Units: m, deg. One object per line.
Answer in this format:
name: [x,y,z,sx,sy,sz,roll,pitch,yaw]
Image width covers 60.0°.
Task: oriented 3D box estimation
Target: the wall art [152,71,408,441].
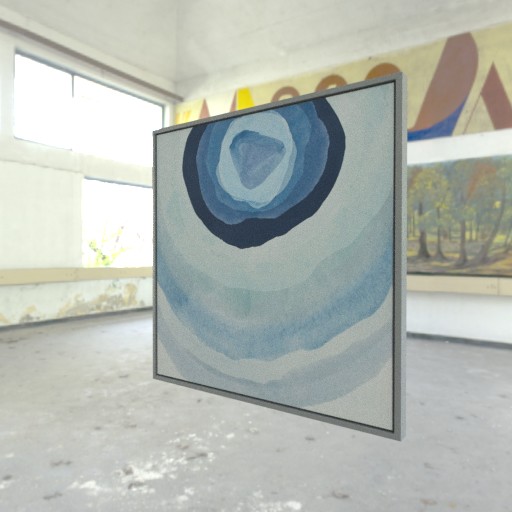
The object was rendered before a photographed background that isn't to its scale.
wall art: [0.000,0.000,1.217,0.809,0.807,0.038,1,1,36]
